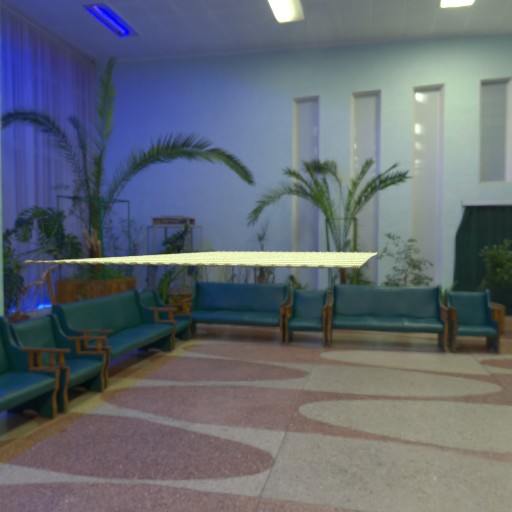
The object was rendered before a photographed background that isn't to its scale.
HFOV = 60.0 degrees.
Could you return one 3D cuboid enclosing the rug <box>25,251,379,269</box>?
[{"bbox_3d":[0.000,0.000,3.004,1.540,0.018,2.435,1,2,17],"label":"rug"}]
